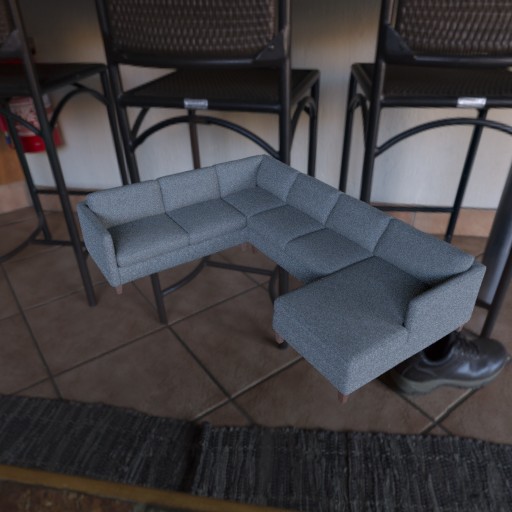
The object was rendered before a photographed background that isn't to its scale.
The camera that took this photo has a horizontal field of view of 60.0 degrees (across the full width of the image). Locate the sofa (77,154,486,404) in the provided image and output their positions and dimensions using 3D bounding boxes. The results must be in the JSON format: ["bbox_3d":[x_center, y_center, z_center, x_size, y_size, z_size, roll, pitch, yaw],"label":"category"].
[{"bbox_3d":[0.000,0.000,4.366,2.551,0.853,3.238,-20,37,-28],"label":"sofa"}]
